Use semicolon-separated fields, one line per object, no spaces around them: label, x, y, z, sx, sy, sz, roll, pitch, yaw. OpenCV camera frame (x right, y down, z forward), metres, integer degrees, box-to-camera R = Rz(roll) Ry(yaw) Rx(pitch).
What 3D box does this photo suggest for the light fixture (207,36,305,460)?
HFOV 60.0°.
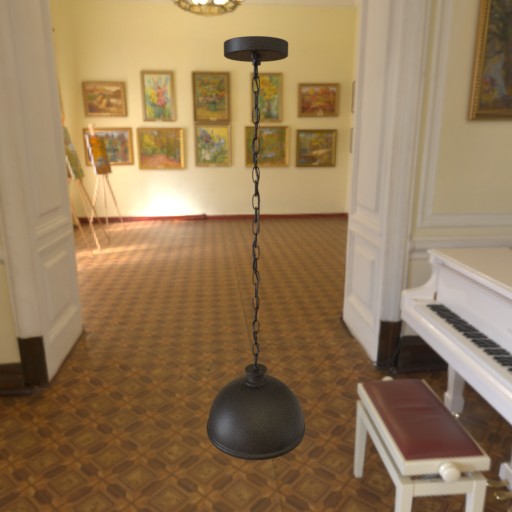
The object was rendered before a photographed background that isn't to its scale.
light fixture;0.000;0.000;1.236;0.304;1.090;0.304;2;15;7
